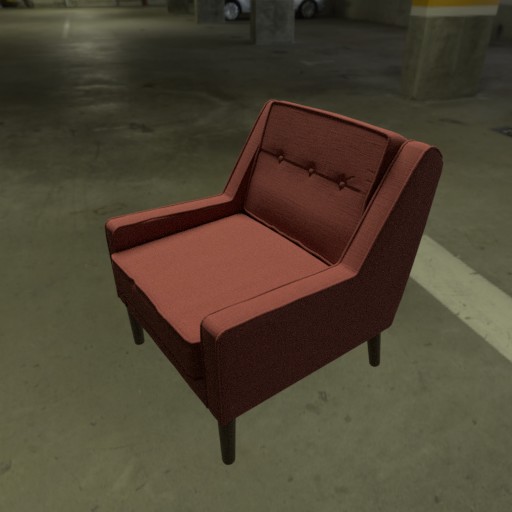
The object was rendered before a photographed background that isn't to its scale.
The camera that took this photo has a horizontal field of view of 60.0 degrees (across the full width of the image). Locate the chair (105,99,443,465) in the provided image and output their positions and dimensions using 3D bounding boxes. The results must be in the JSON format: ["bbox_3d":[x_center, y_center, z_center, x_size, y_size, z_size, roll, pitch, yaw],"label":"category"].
[{"bbox_3d":[0.000,0.000,1.394,0.770,0.812,0.680,-21,38,-31],"label":"chair"}]
